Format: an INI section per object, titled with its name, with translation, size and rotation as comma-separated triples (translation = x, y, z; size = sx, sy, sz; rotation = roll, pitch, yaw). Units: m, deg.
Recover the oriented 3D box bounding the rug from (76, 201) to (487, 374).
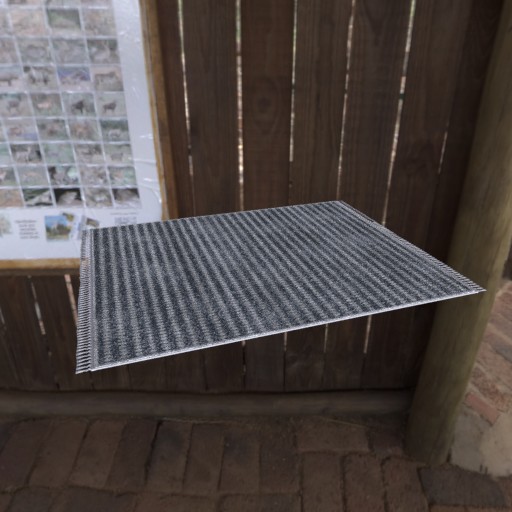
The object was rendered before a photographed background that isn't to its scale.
[rug]
translation = 0.000, 0.000, 3.873
size = 2.910, 0.013, 2.256
rotation = -8, 27, -17
